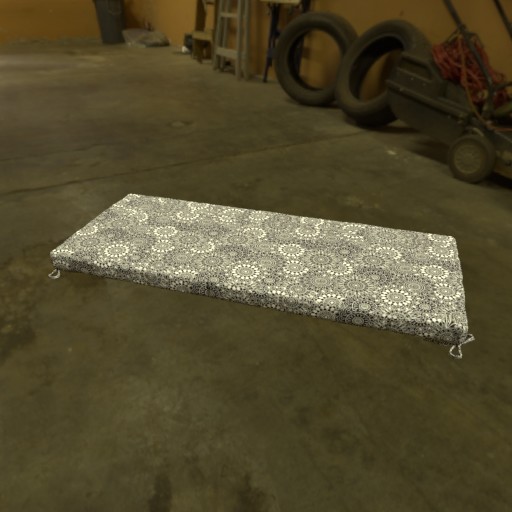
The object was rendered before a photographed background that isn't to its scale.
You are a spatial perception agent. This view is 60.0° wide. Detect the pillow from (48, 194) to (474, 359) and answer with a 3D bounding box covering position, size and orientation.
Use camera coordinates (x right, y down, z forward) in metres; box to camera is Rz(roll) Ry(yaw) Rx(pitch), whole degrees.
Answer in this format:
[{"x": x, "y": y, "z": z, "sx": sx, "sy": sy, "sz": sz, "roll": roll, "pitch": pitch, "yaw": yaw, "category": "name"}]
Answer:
[{"x": 0.000, "y": 0.000, "z": 1.330, "sx": 1.187, "sy": 0.081, "sz": 0.492, "roll": 9, "pitch": 33, "yaw": 14, "category": "pillow"}]
